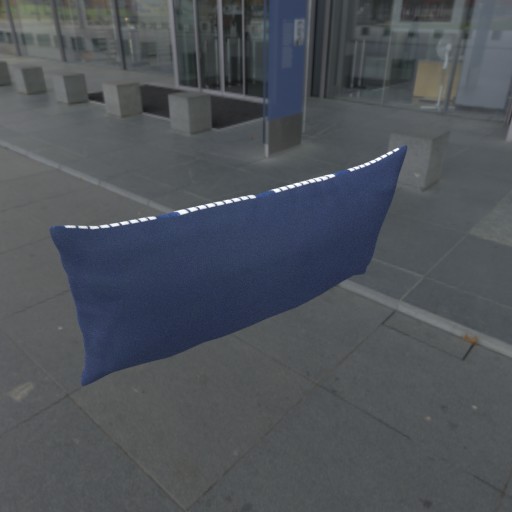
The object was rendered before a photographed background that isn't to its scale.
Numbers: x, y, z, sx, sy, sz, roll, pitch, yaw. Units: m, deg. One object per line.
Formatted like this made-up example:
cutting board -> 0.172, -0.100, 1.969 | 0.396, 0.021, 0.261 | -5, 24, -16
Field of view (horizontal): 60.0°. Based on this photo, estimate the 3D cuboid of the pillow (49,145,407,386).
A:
pillow -> 0.000, 0.000, 0.736 | 0.608, 0.292, 0.156 | -18, 34, -29
